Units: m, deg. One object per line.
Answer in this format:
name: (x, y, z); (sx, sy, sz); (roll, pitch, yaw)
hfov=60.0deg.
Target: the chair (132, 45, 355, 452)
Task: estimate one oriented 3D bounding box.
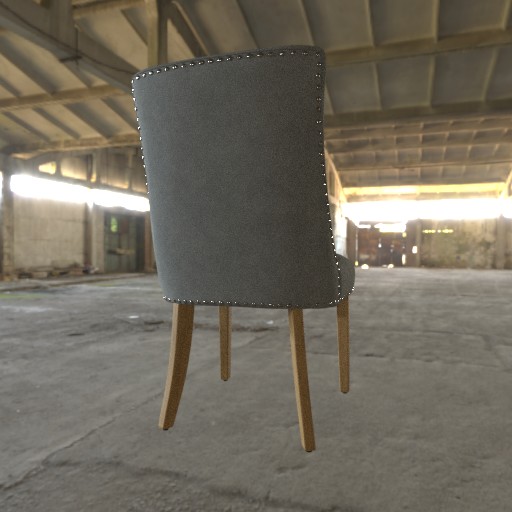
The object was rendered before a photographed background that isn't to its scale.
chair: (0.000, 0.000, 1.249); (0.495, 0.902, 0.610); (0, 1, 19)
